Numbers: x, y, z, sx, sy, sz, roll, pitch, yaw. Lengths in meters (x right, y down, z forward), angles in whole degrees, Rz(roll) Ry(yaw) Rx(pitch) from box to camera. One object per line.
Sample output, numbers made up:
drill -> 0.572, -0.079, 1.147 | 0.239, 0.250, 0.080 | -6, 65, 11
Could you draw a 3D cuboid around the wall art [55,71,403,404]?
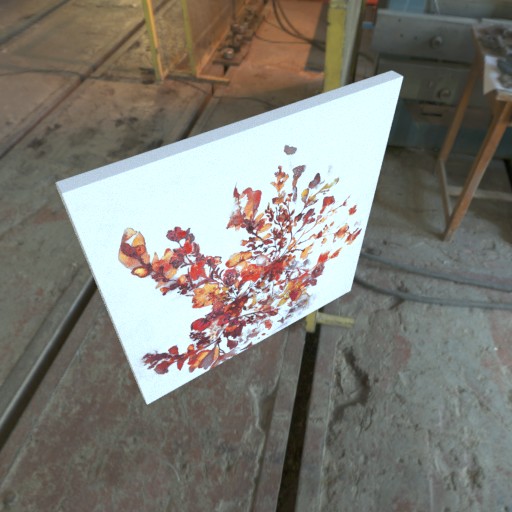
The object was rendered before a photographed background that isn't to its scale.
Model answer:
wall art -> 0.000, 0.000, 1.126 | 0.757, 0.757, 0.037 | -25, 52, -22
